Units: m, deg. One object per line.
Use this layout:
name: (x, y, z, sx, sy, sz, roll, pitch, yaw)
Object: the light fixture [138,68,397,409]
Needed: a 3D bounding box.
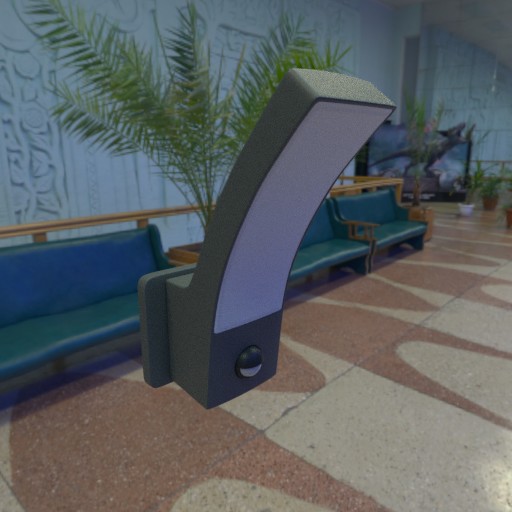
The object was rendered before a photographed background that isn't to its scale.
light fixture: (0.000, 0.000, 0.333, 0.108, 0.243, 0.174, -13, 19, -43)
